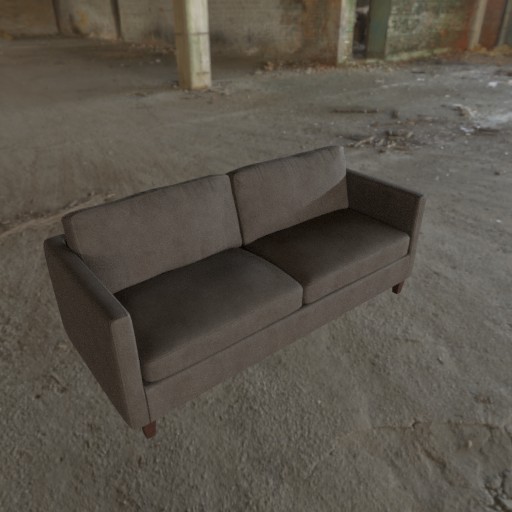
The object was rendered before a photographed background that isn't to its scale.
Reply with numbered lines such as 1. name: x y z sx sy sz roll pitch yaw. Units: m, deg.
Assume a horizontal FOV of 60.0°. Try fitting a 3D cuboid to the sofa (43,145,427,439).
1. sofa: 0.000 0.000 2.764 2.208 0.965 0.951 -21 36 -33
